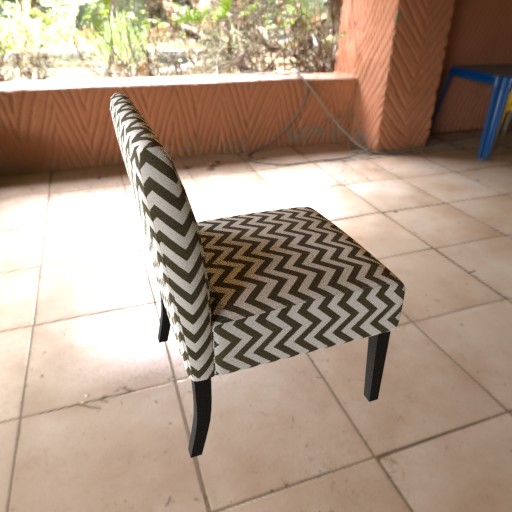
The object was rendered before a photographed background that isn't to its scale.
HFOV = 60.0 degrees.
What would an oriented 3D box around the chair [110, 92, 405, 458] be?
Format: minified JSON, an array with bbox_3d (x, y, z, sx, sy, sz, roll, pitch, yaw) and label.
[{"bbox_3d":[0.000,0.000,1.263,0.648,0.838,0.589,-10,31,-18],"label":"chair"}]
